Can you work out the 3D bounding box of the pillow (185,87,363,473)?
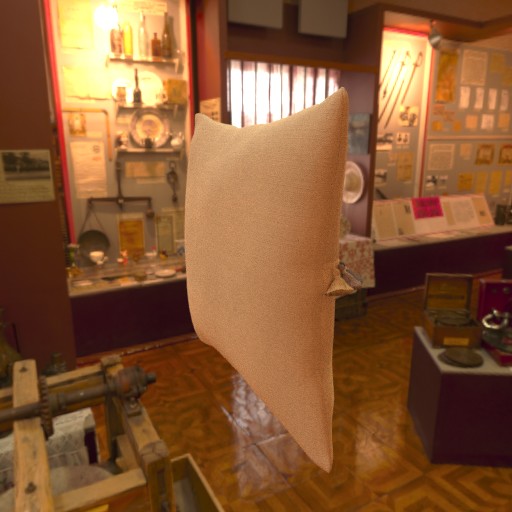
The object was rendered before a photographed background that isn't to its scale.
[{"bbox_3d":[0.000,0.000,0.743,0.165,0.481,0.489,-7,16,-26],"label":"pillow"}]
